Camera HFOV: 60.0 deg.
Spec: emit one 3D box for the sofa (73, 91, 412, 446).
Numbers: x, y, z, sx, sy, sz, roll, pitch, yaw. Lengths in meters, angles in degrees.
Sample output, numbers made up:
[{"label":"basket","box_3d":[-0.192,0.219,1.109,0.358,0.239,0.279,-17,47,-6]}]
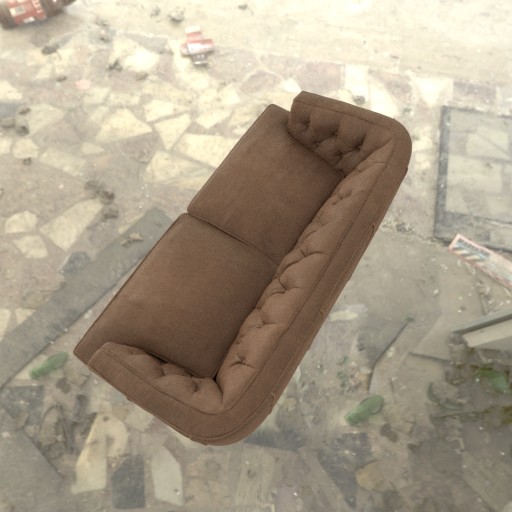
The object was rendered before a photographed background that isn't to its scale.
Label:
[{"label":"sofa","box_3d":[0.000,0.000,2.248,0.917,0.799,1.767,30,68,13]}]
